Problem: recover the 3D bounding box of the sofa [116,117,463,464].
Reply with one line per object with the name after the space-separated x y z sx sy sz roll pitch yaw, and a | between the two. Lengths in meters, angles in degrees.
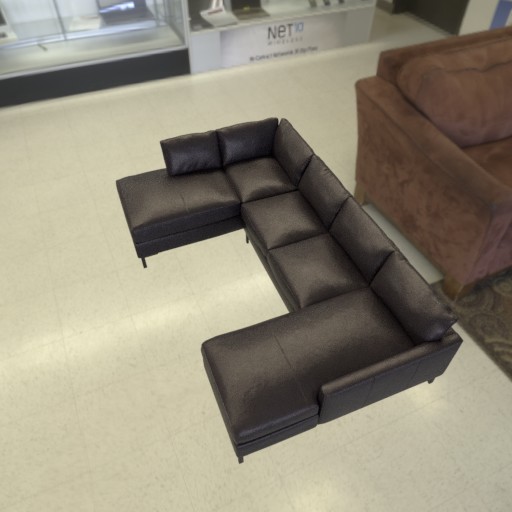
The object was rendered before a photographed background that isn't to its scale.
0.000 0.000 3.893 1.939 0.900 2.956 -16 49 -15 | sofa
